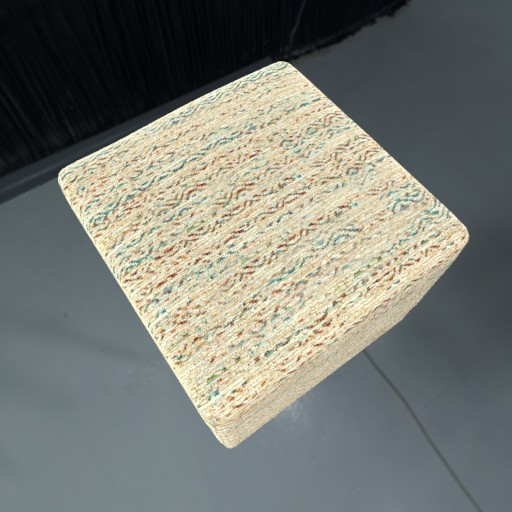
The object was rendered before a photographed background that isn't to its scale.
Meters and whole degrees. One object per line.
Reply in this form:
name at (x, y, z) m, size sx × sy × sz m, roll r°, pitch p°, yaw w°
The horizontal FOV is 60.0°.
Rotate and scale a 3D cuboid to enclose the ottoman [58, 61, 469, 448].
ottoman at (0.000, 0.000, 0.907) m, size 0.512 × 0.453 × 0.521 m, roll -32°, pitch 67°, yaw -15°
